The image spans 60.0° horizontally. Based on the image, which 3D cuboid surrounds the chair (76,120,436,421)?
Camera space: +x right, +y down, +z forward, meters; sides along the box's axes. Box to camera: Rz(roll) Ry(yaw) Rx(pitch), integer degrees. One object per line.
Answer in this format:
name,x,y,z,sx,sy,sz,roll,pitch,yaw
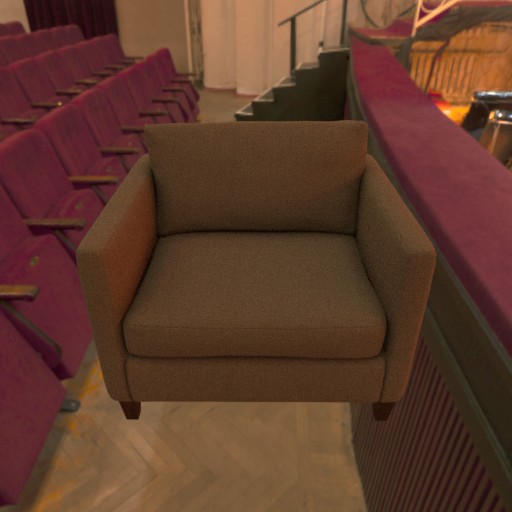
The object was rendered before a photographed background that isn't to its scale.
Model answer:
chair,0.000,0.000,1.813,1.107,0.963,0.959,0,31,0
